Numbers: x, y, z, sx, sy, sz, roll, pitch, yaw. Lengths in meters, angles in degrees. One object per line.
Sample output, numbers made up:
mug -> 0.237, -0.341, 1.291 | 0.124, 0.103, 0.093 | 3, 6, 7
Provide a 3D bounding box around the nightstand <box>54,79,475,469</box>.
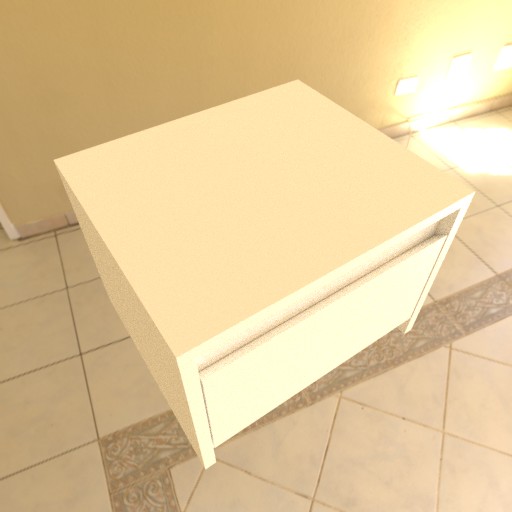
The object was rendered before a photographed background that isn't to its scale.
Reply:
nightstand -> 0.000, 0.000, 0.779 | 0.470, 0.351, 0.408 | -26, 53, -22
